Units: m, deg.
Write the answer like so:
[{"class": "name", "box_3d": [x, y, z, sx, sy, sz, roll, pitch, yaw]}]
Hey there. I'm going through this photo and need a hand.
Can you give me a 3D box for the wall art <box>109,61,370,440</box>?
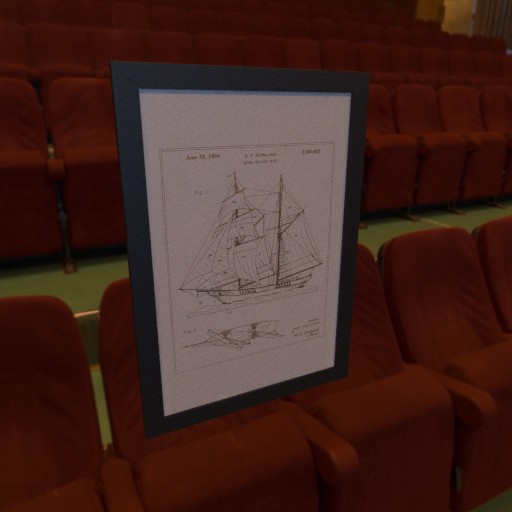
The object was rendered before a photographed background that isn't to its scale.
[{"class": "wall art", "box_3d": [0.000, 0.000, 0.680, 0.381, 0.534, 0.013, -9, 20, -25]}]
